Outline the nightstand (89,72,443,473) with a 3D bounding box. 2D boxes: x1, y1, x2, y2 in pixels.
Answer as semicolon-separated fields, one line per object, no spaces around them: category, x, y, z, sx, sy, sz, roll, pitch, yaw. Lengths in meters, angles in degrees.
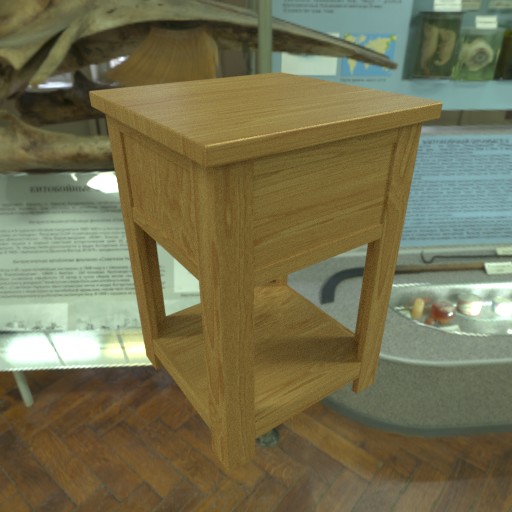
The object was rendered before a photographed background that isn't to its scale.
nightstand;0.000;0.000;0.890;0.428;0.614;0.418;-19;35;-30
